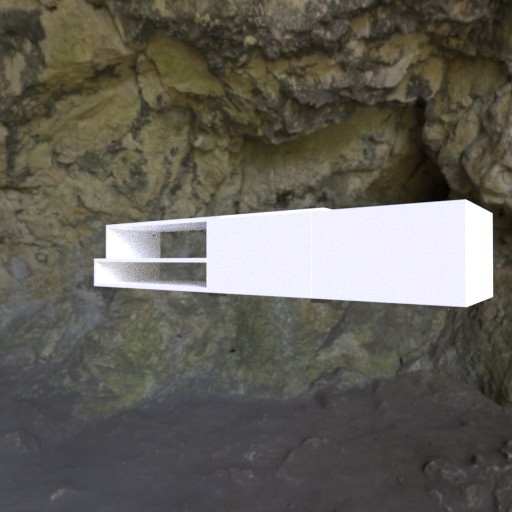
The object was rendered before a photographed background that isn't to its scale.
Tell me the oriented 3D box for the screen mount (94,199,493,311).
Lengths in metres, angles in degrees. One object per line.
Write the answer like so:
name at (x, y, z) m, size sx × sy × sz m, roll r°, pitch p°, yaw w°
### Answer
screen mount at (0.000, 0.000, 1.829) m, size 1.680 × 0.320 × 0.420 m, roll 0°, pitch -1°, yaw 36°
